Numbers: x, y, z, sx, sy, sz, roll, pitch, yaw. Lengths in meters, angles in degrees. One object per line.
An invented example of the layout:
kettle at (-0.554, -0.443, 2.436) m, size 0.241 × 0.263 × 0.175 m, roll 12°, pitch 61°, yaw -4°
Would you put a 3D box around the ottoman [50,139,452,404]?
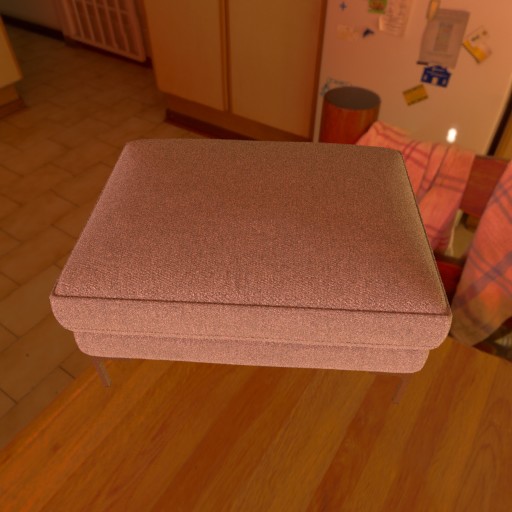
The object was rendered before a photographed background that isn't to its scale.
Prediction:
ottoman at (0.000, 0.000, 1.147) m, size 0.785 × 0.464 × 0.583 m, roll 3°, pitch 45°, yaw 2°
